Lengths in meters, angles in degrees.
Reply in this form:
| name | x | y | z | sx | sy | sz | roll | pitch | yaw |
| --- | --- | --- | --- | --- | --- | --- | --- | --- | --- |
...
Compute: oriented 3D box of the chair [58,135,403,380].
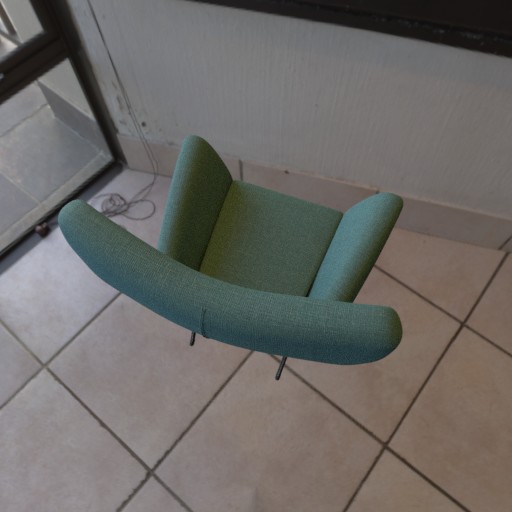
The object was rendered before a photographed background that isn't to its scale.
| name | x | y | z | sx | sy | sz | roll | pitch | yaw |
| --- | --- | --- | --- | --- | --- | --- | --- | --- | --- |
| chair | 0.000 | 0.000 | 1.761 | 1.050 | 0.980 | 0.900 | 18 | 64 | 9 |
